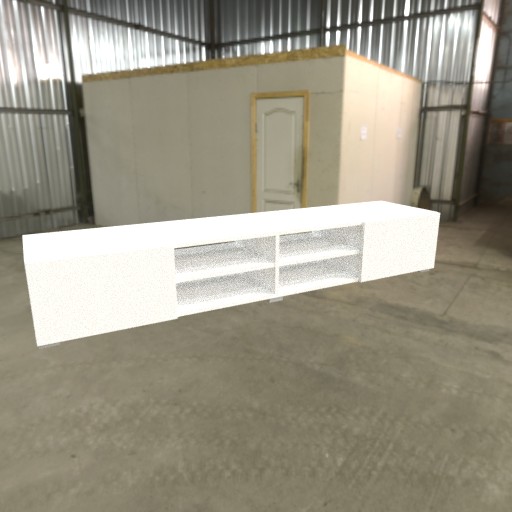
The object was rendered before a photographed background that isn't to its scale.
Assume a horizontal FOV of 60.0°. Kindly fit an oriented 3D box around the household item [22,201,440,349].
[{"bbox_3d":[0.000,0.000,2.016,1.850,0.310,0.420,-8,18,-26],"label":"household item"}]
